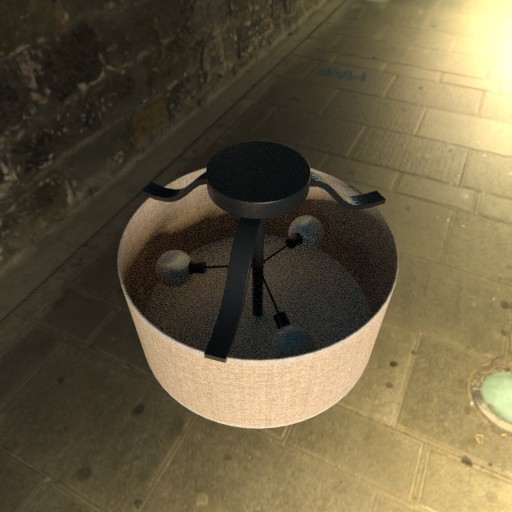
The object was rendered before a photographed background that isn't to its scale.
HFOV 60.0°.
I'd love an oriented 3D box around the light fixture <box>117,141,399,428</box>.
[{"bbox_3d":[0.000,0.000,0.642,0.390,0.306,0.390,0,46,0],"label":"light fixture"}]
